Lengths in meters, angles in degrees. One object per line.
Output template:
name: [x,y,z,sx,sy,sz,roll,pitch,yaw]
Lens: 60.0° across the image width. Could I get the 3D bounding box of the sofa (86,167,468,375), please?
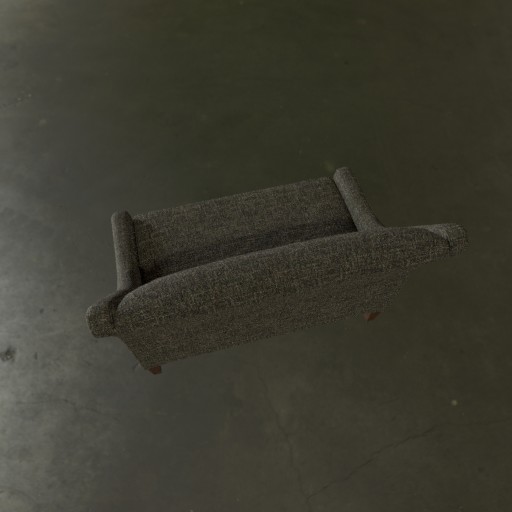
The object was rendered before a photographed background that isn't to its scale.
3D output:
sofa: [0.000,0.000,1.974,1.242,1.021,0.870,-12,58,-8]
